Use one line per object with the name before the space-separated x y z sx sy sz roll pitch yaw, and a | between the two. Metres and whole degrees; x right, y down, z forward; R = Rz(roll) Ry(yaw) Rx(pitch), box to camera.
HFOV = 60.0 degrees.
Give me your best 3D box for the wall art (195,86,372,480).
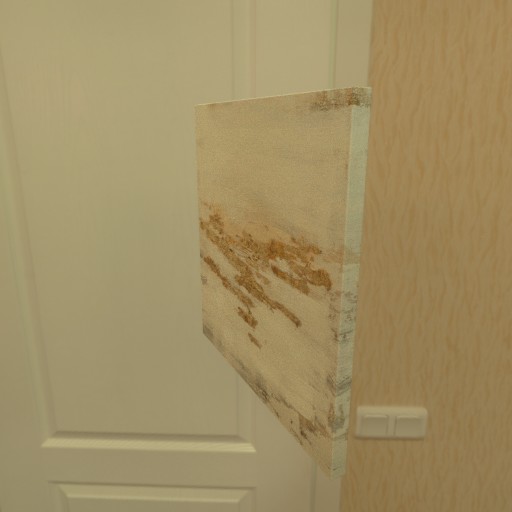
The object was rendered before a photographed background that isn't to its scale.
wall art | 0.000 0.000 1.129 0.038 0.755 0.753 -8 18 -26
